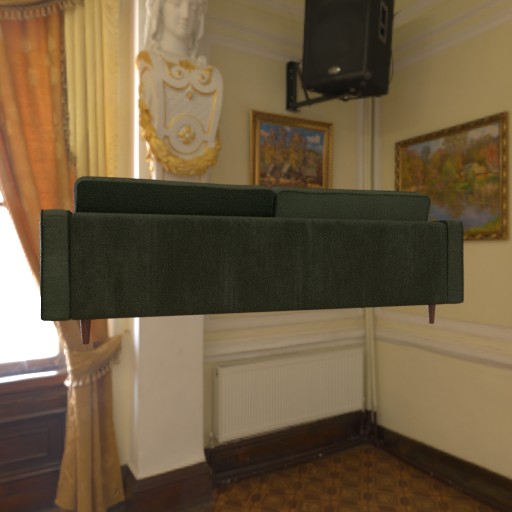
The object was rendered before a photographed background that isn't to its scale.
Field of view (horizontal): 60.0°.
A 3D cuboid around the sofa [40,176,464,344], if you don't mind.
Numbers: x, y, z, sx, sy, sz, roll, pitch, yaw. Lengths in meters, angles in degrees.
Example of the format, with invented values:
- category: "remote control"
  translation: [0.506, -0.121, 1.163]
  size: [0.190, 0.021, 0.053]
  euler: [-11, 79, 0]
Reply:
- category: "sofa"
  translation: [0.000, 0.000, 2.606]
  size: [2.199, 0.769, 0.918]
  euler: [0, 0, -18]
